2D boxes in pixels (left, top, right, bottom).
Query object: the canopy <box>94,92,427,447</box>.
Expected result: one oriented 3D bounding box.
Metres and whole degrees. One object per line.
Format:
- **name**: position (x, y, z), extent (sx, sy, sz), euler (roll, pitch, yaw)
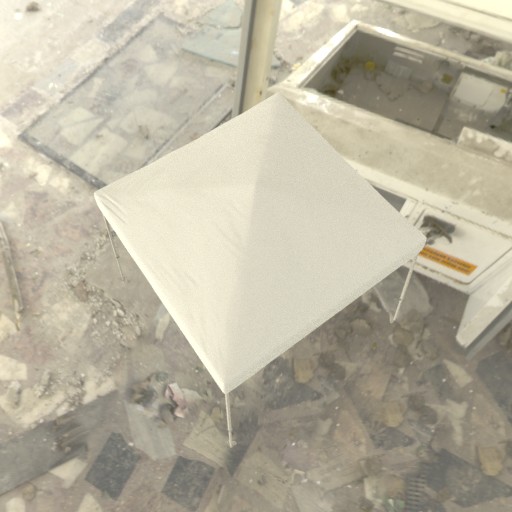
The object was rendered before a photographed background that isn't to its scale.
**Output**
- **canopy**: position (0.000, 0.000, 6.520), extent (3.599, 3.600, 3.600), euler (-33, 68, -15)
